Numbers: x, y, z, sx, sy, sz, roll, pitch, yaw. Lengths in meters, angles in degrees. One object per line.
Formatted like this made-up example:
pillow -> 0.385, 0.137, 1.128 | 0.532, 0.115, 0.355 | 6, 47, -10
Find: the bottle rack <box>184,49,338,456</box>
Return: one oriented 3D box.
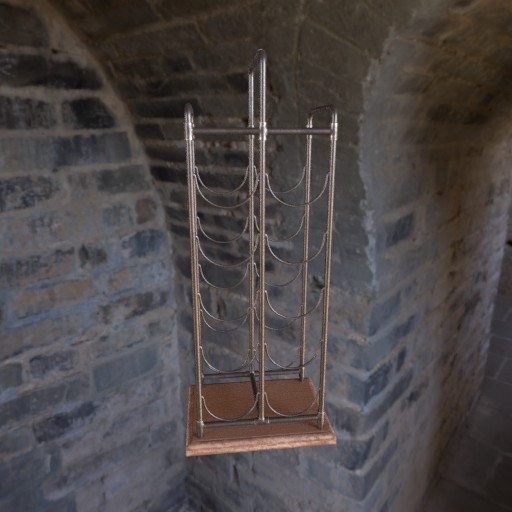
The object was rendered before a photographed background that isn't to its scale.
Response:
bottle rack -> 0.000, 0.000, 0.817 | 0.276, 0.680, 0.208 | -2, 16, -6
